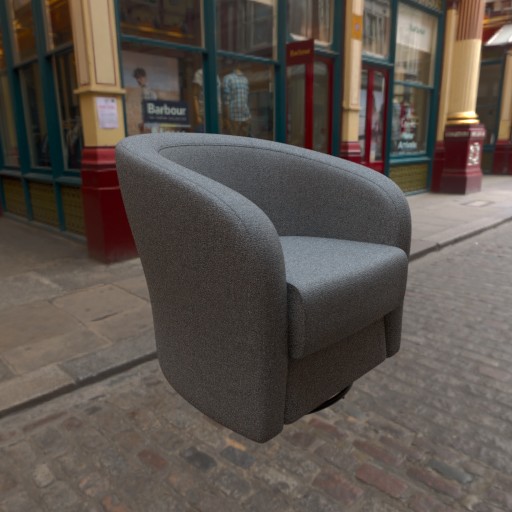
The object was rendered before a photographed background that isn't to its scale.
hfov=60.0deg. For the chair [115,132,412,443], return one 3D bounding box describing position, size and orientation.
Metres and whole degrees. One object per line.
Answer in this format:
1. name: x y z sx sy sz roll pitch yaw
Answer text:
1. chair: 0.000 0.000 1.420 0.815 0.771 0.791 14 20 43
